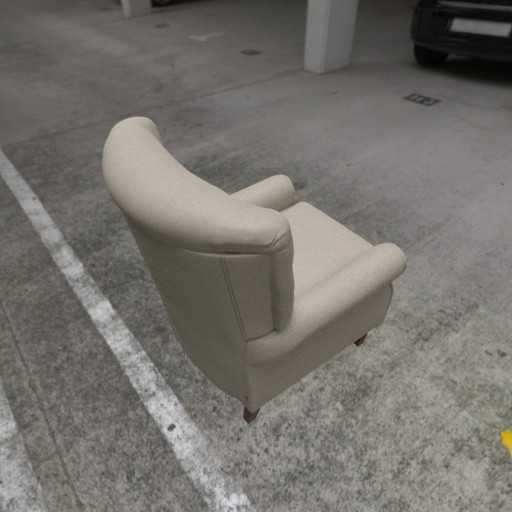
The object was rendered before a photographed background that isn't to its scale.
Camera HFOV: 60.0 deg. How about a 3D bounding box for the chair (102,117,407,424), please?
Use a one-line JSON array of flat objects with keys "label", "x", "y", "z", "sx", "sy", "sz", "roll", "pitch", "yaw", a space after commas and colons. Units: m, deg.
[{"label": "chair", "x": 0.000, "y": 0.000, "z": 1.909, "sx": 1.059, "sy": 1.158, "sz": 0.943, "roll": -26, "pitch": 47, "yaw": -27}]
